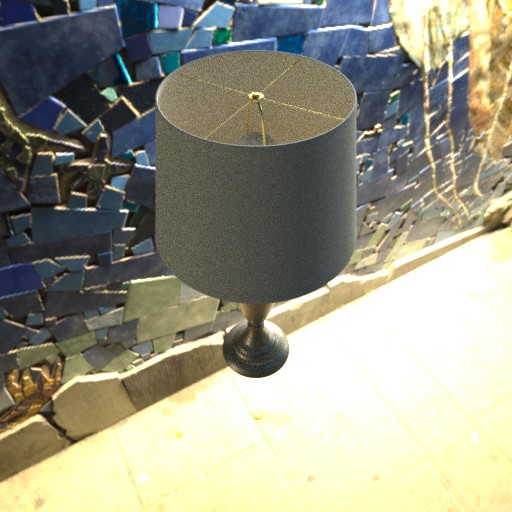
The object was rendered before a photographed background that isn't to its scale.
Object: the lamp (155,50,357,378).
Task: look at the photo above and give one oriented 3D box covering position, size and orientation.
[{"bbox_3d":[0.000,0.000,0.786,0.328,0.612,0.328,0,47,0],"label":"lamp"}]
